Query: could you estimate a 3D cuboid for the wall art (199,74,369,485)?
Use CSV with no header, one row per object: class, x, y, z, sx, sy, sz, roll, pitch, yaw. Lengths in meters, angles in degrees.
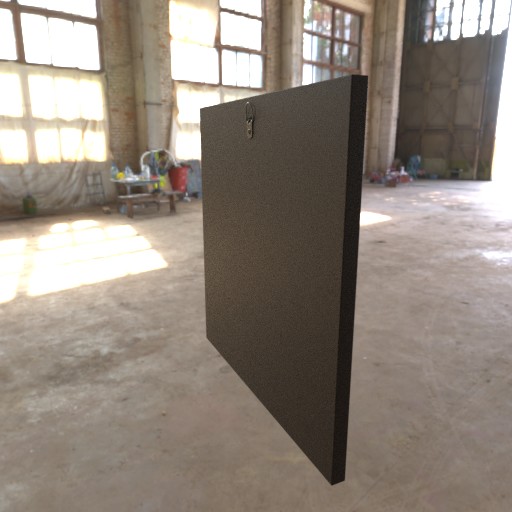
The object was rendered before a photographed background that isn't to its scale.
wall art,0.000,0.000,1.188,0.043,0.807,0.805,-7,16,-24
